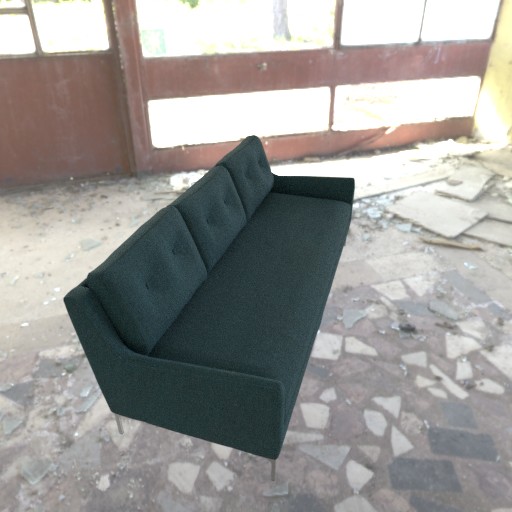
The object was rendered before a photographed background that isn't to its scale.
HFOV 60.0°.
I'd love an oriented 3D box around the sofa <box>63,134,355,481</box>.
[{"bbox_3d":[0.000,0.000,2.513,0.849,0.837,2.060,10,33,15],"label":"sofa"}]
